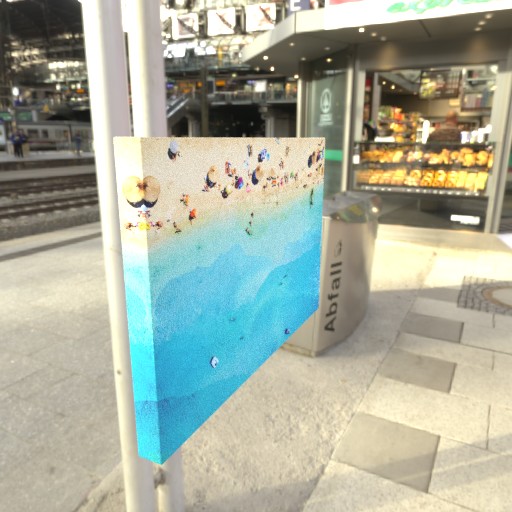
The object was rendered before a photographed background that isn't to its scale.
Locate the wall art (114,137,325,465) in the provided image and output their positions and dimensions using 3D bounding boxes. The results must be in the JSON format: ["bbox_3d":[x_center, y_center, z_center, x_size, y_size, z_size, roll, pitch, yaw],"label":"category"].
[{"bbox_3d":[0.000,0.000,1.152,0.057,0.595,0.894,7,17,26],"label":"wall art"}]
